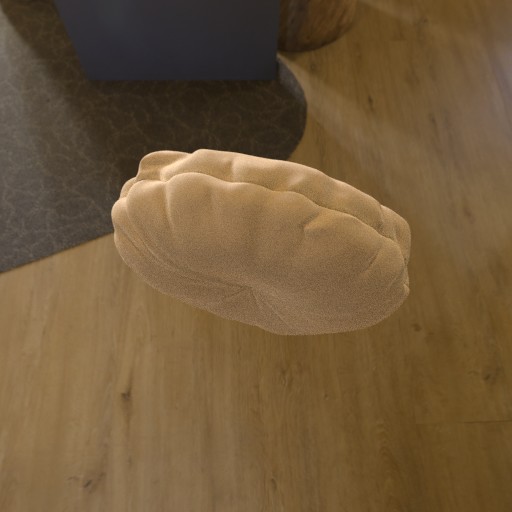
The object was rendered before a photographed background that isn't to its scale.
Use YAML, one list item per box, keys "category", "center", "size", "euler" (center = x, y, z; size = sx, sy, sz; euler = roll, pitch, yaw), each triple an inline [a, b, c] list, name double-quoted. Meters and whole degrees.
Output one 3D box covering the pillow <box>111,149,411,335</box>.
- category: "pillow"
  center: [0.000, 0.000, 0.639]
  size: [0.428, 0.407, 0.148]
  euler: [13, 67, 6]
